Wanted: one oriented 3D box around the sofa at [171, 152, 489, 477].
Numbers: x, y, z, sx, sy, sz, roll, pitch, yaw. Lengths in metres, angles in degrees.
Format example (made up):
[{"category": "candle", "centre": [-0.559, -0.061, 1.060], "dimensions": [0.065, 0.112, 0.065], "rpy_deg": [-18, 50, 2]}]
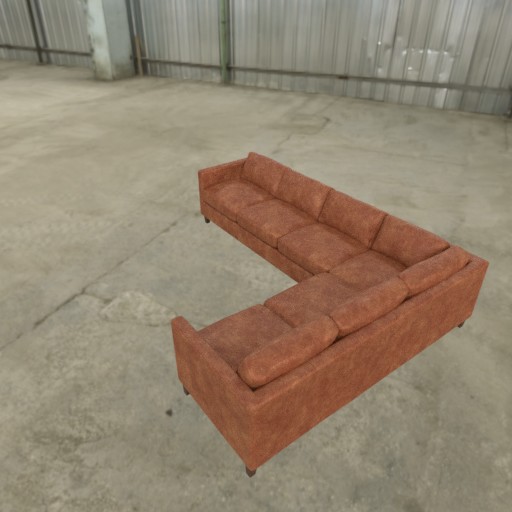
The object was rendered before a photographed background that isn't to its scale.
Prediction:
[{"category": "sofa", "centre": [0.000, 0.000, 4.197], "dimensions": [2.438, 0.838, 3.167], "rpy_deg": [-22, 39, -30]}]
